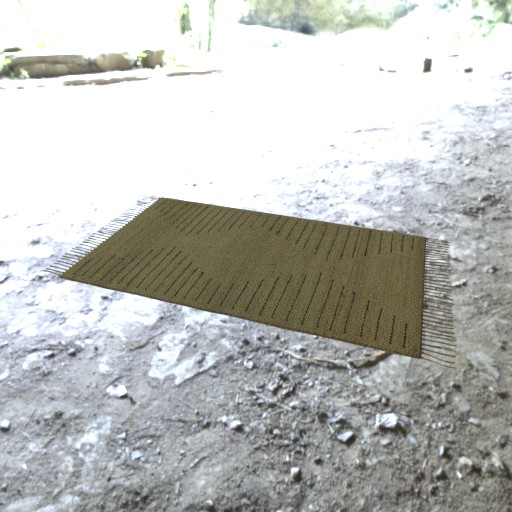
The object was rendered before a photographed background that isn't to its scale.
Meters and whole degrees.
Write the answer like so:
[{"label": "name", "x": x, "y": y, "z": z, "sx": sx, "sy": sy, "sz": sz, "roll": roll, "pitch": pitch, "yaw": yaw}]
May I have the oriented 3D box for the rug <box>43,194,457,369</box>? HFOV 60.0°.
[{"label": "rug", "x": 0.000, "y": 0.000, "z": 2.050, "sx": 1.718, "sy": 0.017, "sz": 0.905, "roll": 10, "pitch": 33, "yaw": 16}]
